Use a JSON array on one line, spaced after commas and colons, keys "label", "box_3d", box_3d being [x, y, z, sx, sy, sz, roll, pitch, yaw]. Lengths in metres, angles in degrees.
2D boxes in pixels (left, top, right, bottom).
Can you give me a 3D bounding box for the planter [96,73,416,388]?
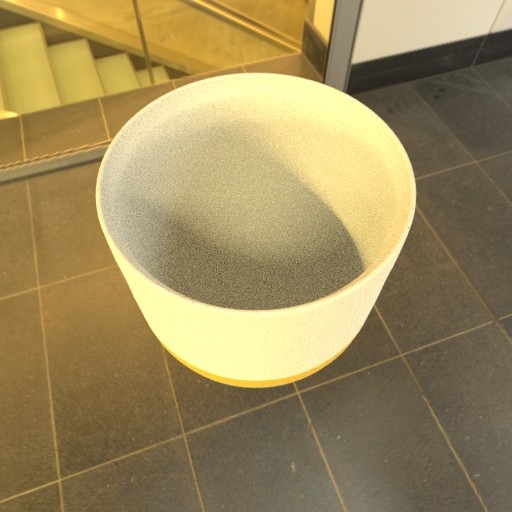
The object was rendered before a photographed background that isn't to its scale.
[{"label": "planter", "box_3d": [0.000, 0.000, 0.487, 0.268, 0.270, 0.268, 0, 58, 0]}]
